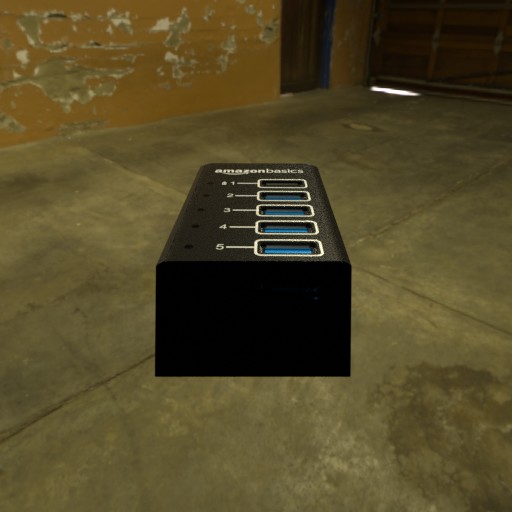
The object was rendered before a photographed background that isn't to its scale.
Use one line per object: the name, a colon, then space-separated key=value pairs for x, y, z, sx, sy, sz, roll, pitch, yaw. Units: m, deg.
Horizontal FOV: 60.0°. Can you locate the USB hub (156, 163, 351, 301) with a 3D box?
USB hub: x=0.000 y=0.000 z=0.127 sx=0.044 sy=0.023 sz=0.110 roll=1 pitch=28 yaw=1
